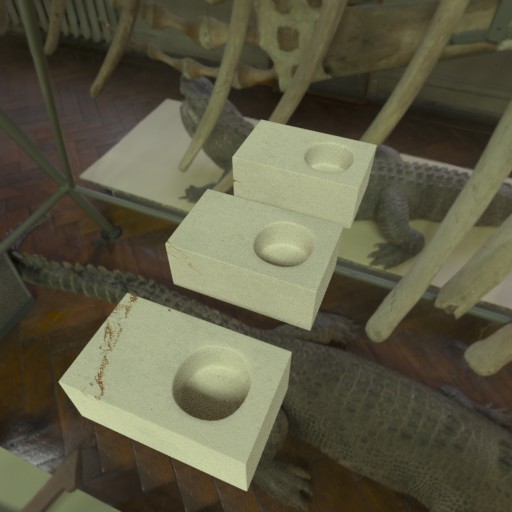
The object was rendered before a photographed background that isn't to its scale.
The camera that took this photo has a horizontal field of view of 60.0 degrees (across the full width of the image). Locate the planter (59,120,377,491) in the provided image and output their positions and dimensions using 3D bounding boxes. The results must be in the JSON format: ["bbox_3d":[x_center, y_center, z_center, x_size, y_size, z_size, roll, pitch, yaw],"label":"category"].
[{"bbox_3d":[0.000,0.000,0.381,0.127,0.051,0.333,17,50,15],"label":"planter"}]
